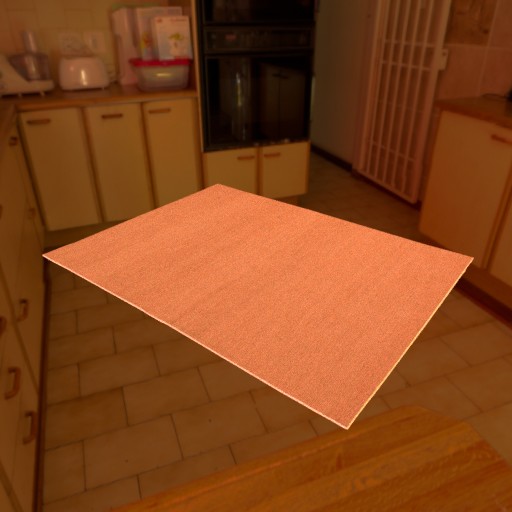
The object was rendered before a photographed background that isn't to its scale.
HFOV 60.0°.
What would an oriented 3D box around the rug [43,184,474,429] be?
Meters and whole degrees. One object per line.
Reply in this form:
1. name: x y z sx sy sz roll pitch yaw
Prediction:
1. rug: 0.000 0.000 4.111 3.202 0.045 2.434 21 35 33
